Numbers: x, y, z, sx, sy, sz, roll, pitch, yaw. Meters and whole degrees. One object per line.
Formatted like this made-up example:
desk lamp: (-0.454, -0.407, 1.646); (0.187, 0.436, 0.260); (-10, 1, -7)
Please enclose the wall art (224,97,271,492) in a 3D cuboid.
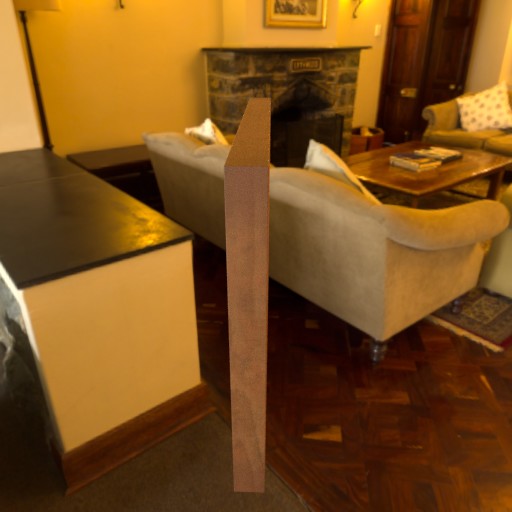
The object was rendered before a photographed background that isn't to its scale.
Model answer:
wall art: (0.000, 0.000, 0.550); (0.030, 0.328, 0.401); (1, 26, 2)
